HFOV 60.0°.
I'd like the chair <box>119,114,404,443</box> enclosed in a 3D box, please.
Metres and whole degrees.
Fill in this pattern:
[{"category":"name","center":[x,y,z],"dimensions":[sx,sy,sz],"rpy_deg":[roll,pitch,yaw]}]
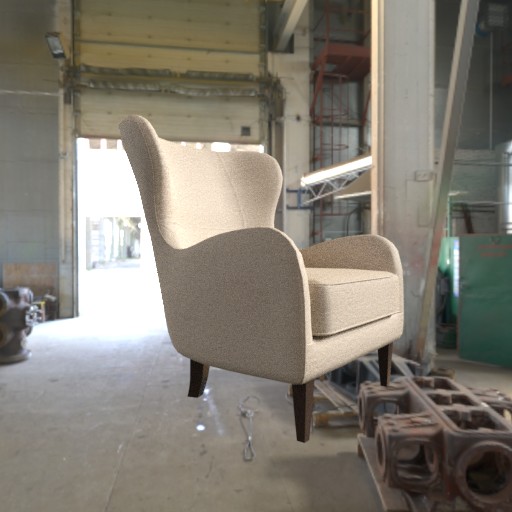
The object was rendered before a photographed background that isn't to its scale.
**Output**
[{"category":"chair","center":[0.000,0.000,1.799],"dimensions":[0.984,1.064,0.861],"rpy_deg":[1,1,37]}]
